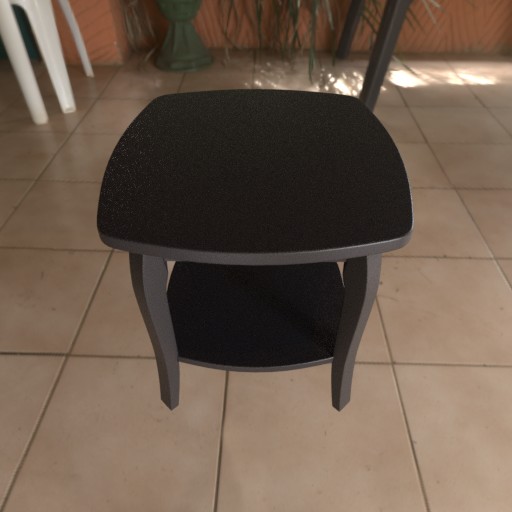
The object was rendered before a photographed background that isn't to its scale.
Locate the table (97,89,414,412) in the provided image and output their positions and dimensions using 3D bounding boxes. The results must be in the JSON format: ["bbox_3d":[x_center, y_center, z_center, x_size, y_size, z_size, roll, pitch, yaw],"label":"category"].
[{"bbox_3d":[0.000,0.000,0.859,0.457,0.457,0.508,0,42,0],"label":"table"}]
